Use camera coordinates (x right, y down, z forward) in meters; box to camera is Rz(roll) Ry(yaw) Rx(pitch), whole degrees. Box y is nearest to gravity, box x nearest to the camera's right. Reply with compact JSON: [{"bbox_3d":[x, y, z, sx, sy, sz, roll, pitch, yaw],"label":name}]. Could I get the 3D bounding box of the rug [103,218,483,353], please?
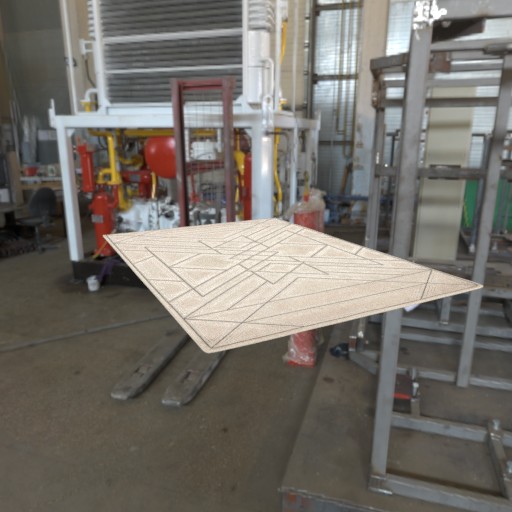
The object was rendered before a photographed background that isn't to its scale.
[{"bbox_3d":[0.000,0.000,4.499,2.436,0.026,3.381,-8,18,-27],"label":"rug"}]
